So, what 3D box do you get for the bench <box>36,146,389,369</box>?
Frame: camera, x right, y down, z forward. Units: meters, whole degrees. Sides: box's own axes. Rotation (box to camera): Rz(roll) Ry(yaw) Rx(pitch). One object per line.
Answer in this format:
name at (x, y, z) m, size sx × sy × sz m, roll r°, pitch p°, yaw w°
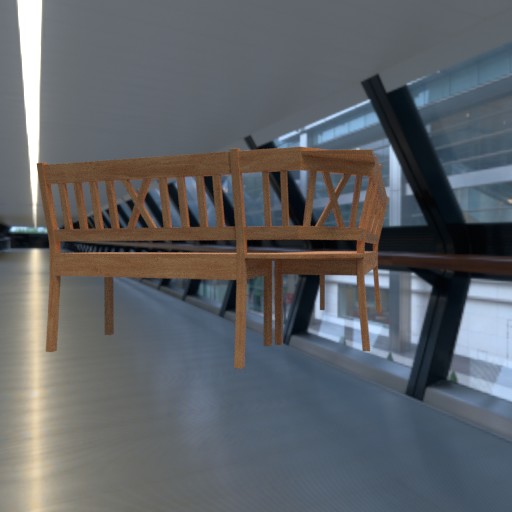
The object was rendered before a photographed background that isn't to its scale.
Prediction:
bench at (0.000, 0.000, 2.767) m, size 1.537 × 0.902 × 1.937 m, roll 0°, pitch 1°, yaw 18°
